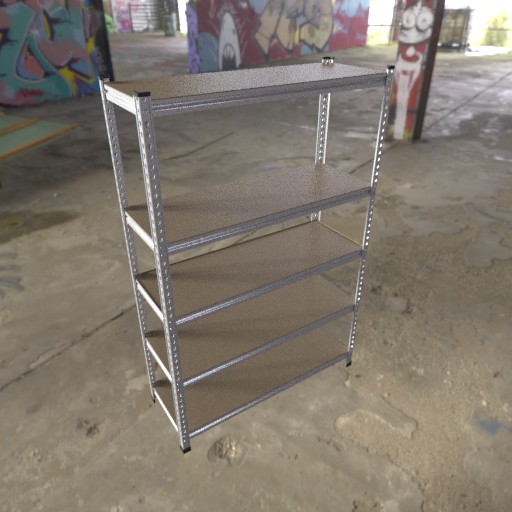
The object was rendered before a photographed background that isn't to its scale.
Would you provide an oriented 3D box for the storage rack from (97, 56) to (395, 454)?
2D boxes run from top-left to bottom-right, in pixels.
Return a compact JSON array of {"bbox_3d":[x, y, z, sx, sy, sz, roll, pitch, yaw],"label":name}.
[{"bbox_3d":[0.000,0.000,2.345,1.219,1.829,0.457,-18,35,-28],"label":"storage rack"}]
